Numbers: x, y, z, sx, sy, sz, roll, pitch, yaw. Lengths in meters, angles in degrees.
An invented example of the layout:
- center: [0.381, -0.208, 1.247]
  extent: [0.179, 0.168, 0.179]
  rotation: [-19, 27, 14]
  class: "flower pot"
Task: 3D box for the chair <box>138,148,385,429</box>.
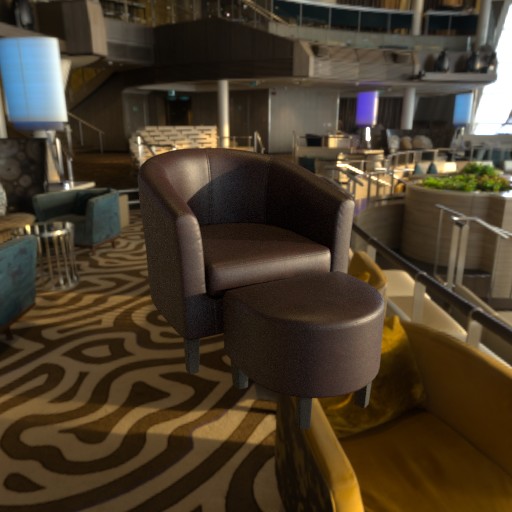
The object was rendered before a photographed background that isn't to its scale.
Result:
- center: [0.000, 0.000, 1.688]
  extent: [0.737, 0.755, 1.176]
  rotation: [-8, 18, -26]
  class: "chair"
